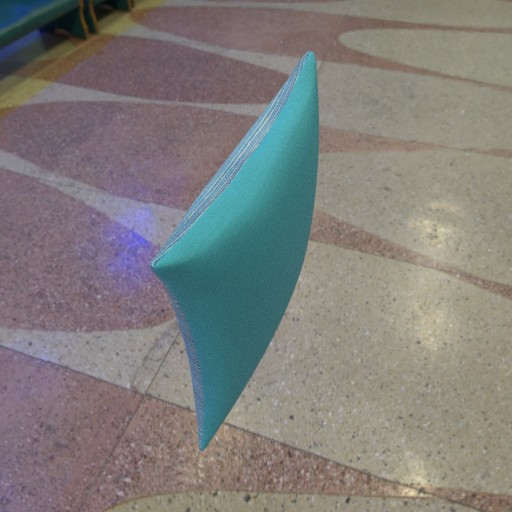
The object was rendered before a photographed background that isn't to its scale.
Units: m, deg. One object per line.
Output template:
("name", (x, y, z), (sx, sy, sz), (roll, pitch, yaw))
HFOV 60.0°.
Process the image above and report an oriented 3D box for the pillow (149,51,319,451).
("pillow", (0.000, 0.000, 0.757), (0.150, 0.497, 0.514), (16, 49, 15))
